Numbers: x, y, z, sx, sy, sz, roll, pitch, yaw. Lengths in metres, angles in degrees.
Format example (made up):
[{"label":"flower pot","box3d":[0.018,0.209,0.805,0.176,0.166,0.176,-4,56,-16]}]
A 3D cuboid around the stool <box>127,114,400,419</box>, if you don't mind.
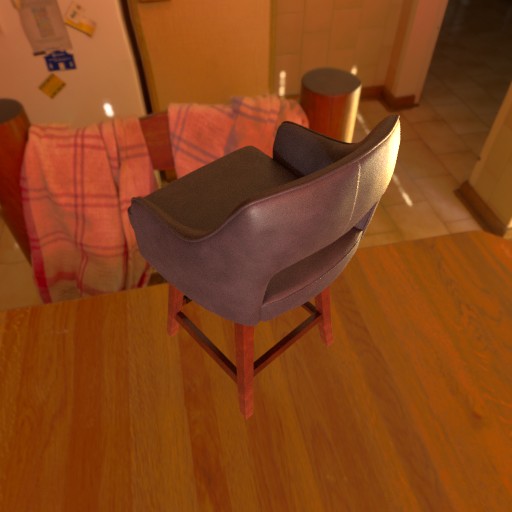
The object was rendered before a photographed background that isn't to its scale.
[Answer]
[{"label":"stool","box3d":[0.000,0.000,1.260,0.550,0.936,0.560,-34,56,-27]}]
